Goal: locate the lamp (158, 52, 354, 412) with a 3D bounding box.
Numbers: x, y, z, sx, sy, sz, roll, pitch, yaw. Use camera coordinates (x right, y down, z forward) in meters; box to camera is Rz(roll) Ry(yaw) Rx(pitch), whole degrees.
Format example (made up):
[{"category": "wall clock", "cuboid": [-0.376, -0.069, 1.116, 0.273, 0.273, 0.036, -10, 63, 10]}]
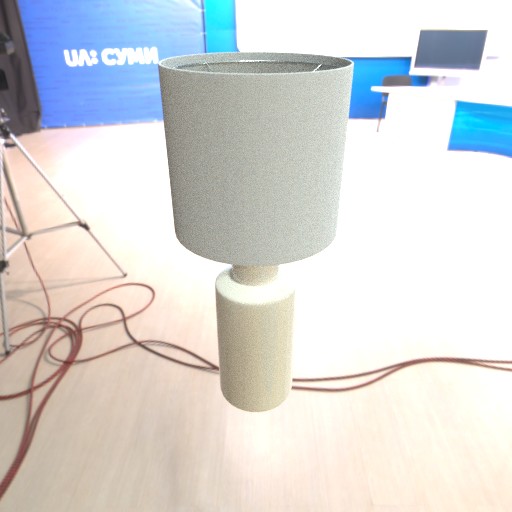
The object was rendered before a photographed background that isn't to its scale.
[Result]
[{"category": "lamp", "cuboid": [0.000, 0.000, 0.608, 0.212, 0.493, 0.212, -21, 36, -33]}]
